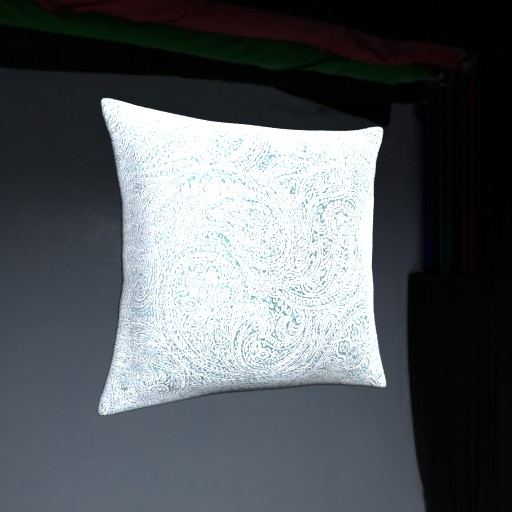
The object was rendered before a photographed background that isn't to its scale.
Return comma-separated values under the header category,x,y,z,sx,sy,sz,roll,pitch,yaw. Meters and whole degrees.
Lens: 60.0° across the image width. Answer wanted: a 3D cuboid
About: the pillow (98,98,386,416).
category,x,y,z,sx,sy,sz,roll,pitch,yaw
pillow,0.000,0.000,0.785,0.526,0.507,0.166,0,-1,-18
